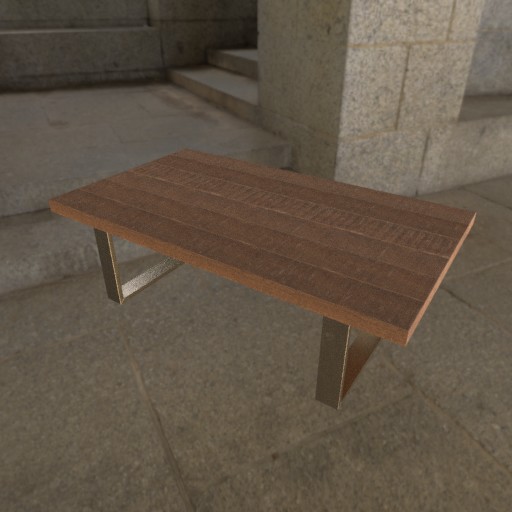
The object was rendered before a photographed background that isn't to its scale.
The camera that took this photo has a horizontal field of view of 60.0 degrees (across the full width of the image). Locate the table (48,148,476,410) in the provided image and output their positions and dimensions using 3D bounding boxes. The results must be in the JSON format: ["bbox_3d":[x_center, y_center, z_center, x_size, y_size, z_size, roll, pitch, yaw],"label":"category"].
[{"bbox_3d":[0.000,0.000,1.776,1.400,0.440,0.800,19,35,29],"label":"table"}]
